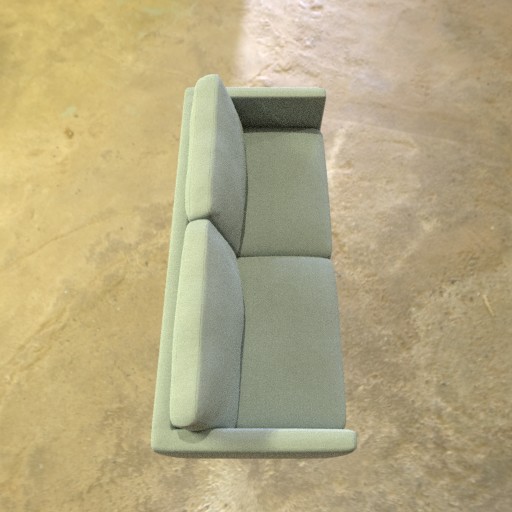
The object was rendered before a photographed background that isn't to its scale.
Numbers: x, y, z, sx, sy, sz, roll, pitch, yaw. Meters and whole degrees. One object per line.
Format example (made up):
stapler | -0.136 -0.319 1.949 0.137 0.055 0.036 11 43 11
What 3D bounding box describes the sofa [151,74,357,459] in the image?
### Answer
sofa | 0.000 0.000 2.667 0.951 0.965 2.208 0 64 0
